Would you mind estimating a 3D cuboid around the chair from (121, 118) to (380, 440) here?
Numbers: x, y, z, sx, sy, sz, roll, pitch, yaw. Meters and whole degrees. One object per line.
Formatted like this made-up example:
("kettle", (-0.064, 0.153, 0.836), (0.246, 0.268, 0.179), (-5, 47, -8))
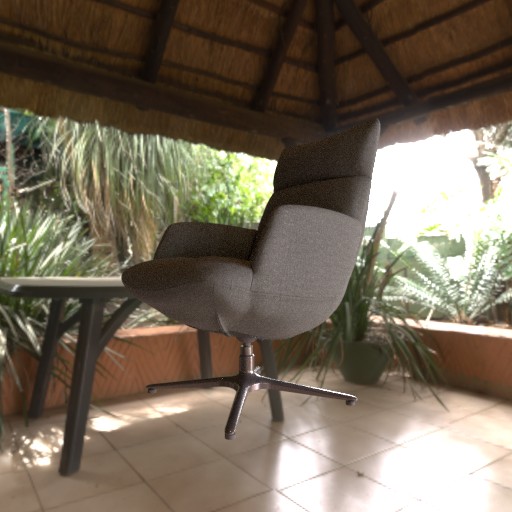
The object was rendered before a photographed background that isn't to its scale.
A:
("chair", (0.000, 0.000, 1.567), (0.831, 0.984, 0.702), (1, -1, -36))
